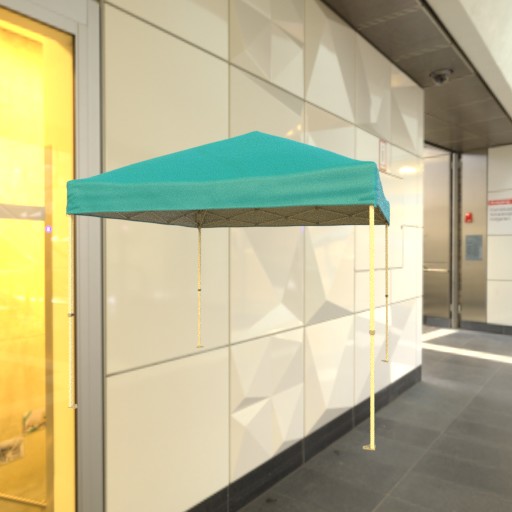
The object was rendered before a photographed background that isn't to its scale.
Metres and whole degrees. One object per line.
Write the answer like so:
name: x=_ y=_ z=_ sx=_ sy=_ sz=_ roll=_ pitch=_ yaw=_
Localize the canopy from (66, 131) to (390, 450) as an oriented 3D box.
canopy: x=0.000 y=0.000 z=5.329 sx=2.996 sy=2.997 sz=2.998 roll=0 pitch=1 yaw=19
